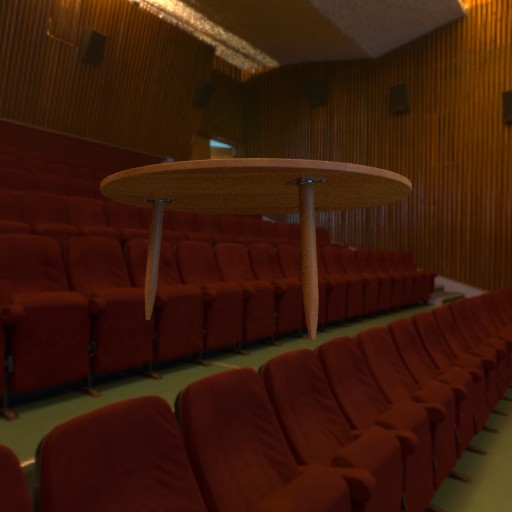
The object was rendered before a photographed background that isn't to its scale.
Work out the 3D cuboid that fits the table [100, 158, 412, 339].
[{"bbox_3d":[0.000,0.000,1.356,0.900,0.400,0.900,0,-1,0],"label":"table"}]
